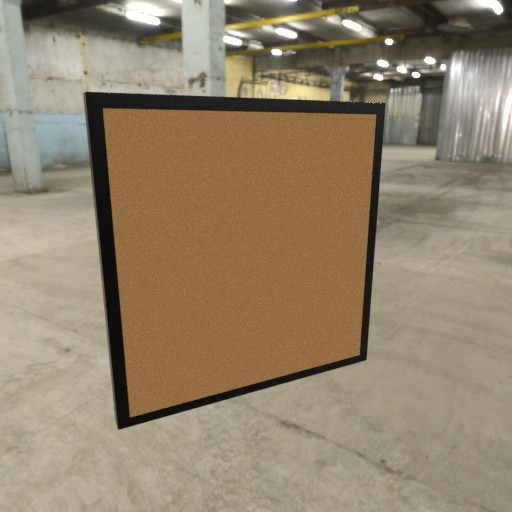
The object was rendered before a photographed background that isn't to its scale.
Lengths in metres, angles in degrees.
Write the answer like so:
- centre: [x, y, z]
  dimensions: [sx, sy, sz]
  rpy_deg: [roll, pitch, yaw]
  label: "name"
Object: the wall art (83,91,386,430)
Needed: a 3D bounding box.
- centre: [0.000, 0.000, 1.135]
  dimensions: [0.755, 0.761, 0.038]
  rpy_deg: [-8, 17, -26]
  label: "wall art"
